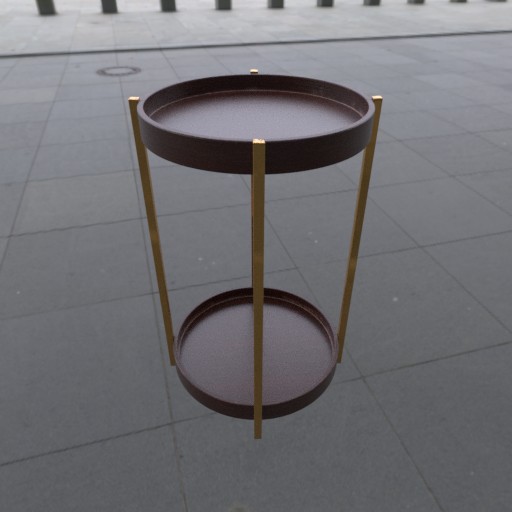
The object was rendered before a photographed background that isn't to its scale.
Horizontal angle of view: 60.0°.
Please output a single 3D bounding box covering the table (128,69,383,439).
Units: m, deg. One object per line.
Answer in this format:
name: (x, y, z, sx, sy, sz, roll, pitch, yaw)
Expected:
table: (0.000, 0.000, 0.874, 0.400, 0.610, 0.400, -1, 35, -1)
